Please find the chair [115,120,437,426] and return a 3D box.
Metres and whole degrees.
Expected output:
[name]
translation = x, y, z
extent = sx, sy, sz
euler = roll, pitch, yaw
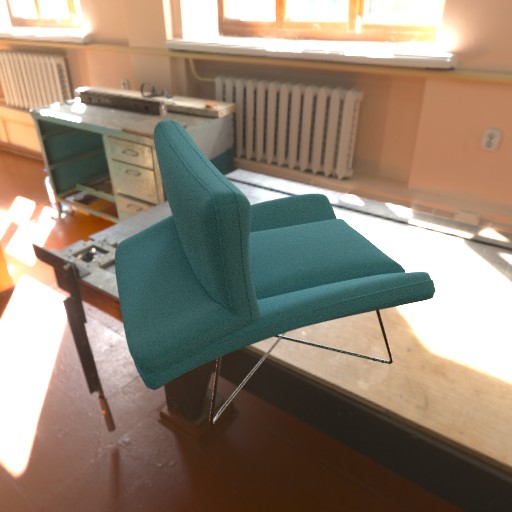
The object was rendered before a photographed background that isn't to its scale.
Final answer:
[chair]
translation = 0.000, 0.000, 1.648
extent = 1.008, 0.855, 0.859
euler = -10, 31, -17
